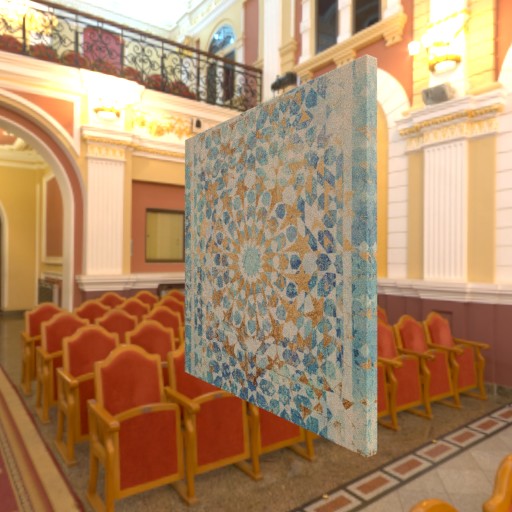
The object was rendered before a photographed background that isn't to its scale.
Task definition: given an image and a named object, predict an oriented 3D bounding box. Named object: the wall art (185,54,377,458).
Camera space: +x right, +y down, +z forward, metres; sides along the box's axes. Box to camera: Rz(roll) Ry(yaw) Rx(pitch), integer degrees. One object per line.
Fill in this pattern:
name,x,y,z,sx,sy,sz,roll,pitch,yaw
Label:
wall art,0.000,0.000,1.388,0.040,0.916,0.916,0,0,-36
